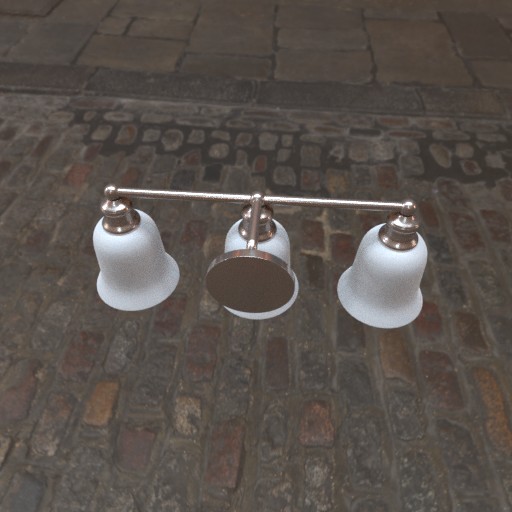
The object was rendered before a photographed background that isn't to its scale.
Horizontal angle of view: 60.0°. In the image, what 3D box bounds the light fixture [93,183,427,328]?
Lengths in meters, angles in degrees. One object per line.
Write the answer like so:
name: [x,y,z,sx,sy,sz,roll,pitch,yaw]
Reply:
light fixture: [0.000,0.000,0.685,0.570,0.211,0.198,3,47,3]
